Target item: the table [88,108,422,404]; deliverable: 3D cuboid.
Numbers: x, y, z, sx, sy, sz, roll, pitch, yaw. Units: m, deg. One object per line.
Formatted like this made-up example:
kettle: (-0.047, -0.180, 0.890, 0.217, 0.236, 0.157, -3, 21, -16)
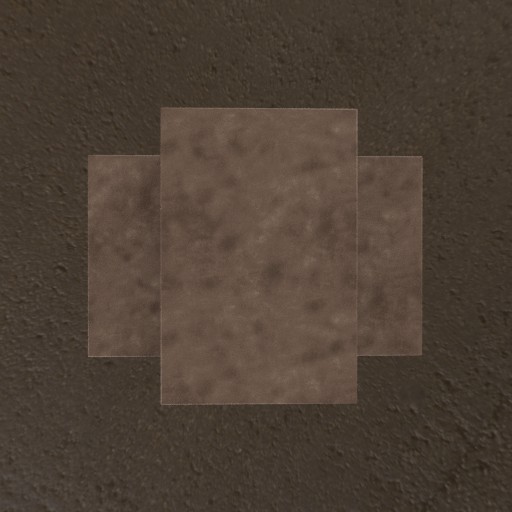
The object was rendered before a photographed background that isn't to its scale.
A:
table: (0.000, 0.000, 1.998, 1.443, 0.700, 1.100, 0, 90, -1)
